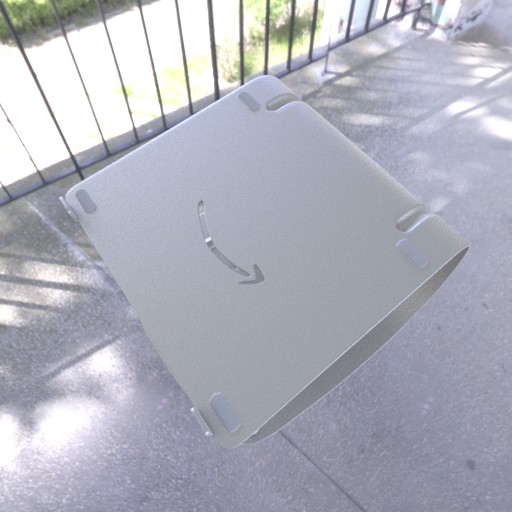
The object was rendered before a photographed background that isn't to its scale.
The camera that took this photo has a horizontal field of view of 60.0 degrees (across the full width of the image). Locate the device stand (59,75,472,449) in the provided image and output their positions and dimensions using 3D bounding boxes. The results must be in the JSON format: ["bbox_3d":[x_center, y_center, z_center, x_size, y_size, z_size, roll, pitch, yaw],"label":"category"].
[{"bbox_3d":[0.000,0.000,0.398,0.236,0.155,0.256,-31,63,-18],"label":"device stand"}]
